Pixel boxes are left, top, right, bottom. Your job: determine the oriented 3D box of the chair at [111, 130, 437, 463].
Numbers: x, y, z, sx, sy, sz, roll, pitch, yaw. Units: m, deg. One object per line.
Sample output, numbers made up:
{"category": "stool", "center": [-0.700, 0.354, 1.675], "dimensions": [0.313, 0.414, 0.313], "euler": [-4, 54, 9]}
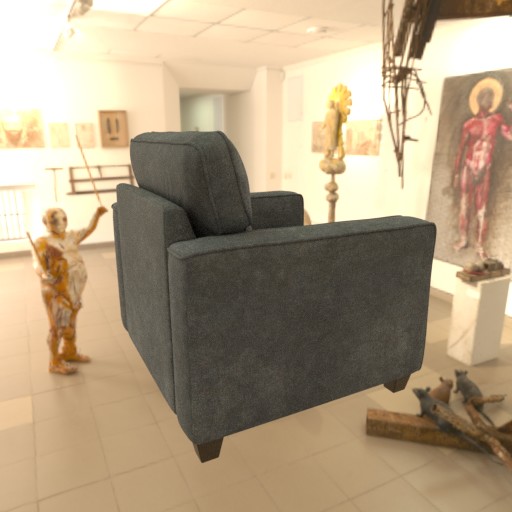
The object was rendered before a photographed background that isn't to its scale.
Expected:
{"category": "chair", "center": [0.000, 0.000, 1.782], "dimensions": [0.939, 0.965, 1.015], "euler": [-8, 17, -27]}
